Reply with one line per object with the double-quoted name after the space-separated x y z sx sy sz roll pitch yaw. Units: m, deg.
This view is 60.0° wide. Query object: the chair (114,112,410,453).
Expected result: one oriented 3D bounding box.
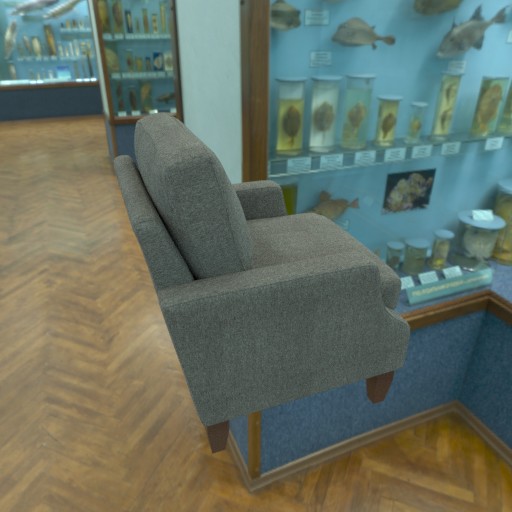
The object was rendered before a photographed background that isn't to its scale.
0.000 0.000 1.663 0.897 0.993 0.855 -10 30 -18 "chair"
